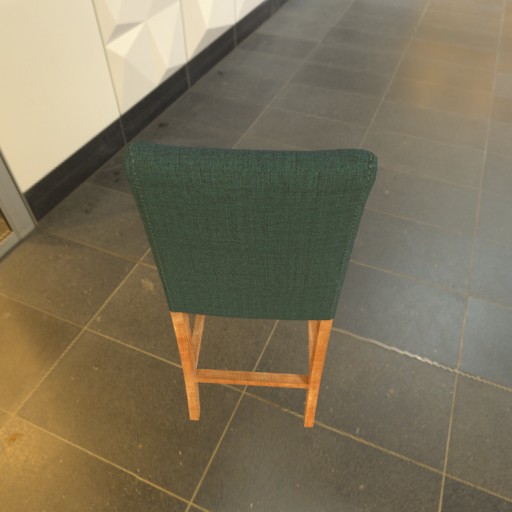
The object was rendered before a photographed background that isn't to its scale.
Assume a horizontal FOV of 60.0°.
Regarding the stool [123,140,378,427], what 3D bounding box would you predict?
[{"bbox_3d":[0.000,0.000,1.284,0.454,1.039,0.567,3,47,2],"label":"stool"}]
